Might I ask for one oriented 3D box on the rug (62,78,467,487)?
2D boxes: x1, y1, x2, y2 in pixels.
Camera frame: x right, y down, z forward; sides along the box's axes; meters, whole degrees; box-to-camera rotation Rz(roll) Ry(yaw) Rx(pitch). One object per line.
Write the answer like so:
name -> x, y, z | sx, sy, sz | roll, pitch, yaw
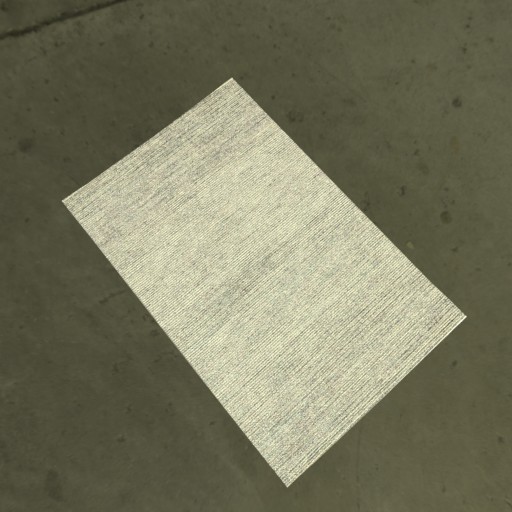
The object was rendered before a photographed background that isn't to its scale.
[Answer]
rug -> 0.000, 0.000, 2.224 | 1.159, 0.021, 1.789 | -39, 78, -10
